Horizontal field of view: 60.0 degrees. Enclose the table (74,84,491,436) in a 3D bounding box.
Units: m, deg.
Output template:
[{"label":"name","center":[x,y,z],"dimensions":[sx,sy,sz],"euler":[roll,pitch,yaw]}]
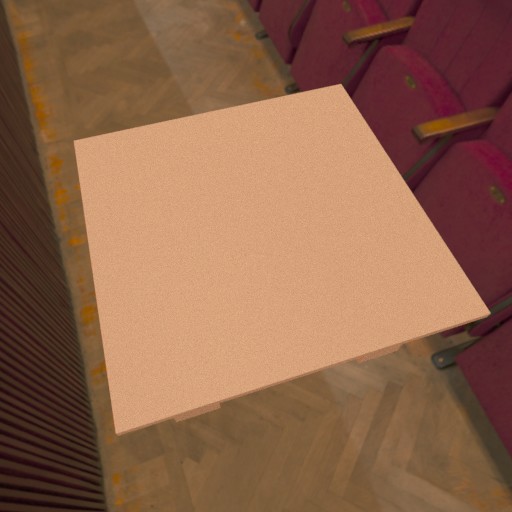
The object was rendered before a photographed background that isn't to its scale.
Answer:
[{"label":"table","center":[0.000,0.000,1.040],"dimensions":[0.670,0.305,0.670],"euler":[-15,59,-9]}]
